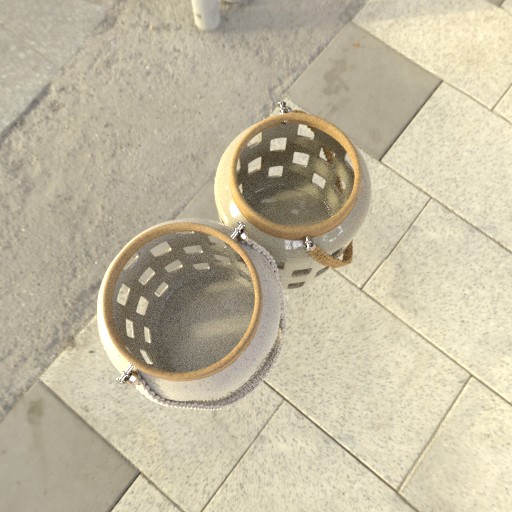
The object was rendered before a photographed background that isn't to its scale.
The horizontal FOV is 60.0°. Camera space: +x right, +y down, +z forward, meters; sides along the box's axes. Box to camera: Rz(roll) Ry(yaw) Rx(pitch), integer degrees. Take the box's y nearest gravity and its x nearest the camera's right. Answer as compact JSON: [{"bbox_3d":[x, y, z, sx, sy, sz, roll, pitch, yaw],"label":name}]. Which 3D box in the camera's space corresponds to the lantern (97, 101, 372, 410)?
[{"bbox_3d":[0.000,0.000,0.497,0.184,0.255,0.347,35,78,9],"label":"lantern"}]
